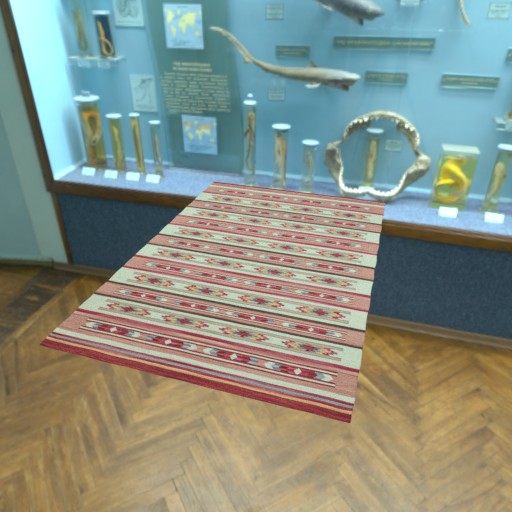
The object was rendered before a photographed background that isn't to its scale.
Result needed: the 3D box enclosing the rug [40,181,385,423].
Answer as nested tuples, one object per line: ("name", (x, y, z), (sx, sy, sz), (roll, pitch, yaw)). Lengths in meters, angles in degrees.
("rug", (0.000, 0.000, 2.333), (1.223, 0.008, 1.817), (9, 32, 15))
